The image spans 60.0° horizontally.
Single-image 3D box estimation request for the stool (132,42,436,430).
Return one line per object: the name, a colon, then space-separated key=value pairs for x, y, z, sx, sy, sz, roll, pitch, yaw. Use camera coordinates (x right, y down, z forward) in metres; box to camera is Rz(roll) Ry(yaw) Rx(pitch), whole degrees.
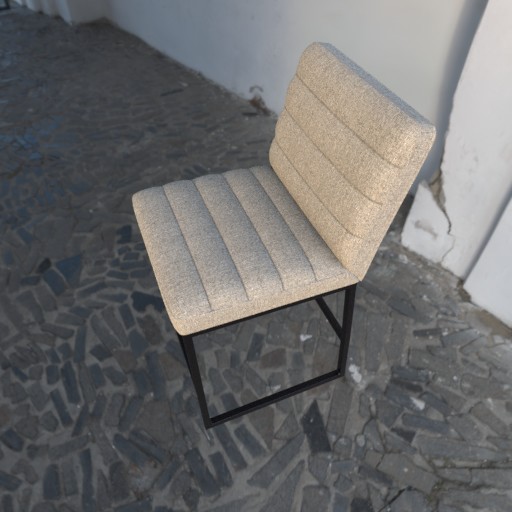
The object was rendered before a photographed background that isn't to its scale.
stool: x=0.000 y=0.000 z=1.228 sx=0.560 sy=0.940 sz=0.460 roll=-16 pitch=49 yaw=-15
